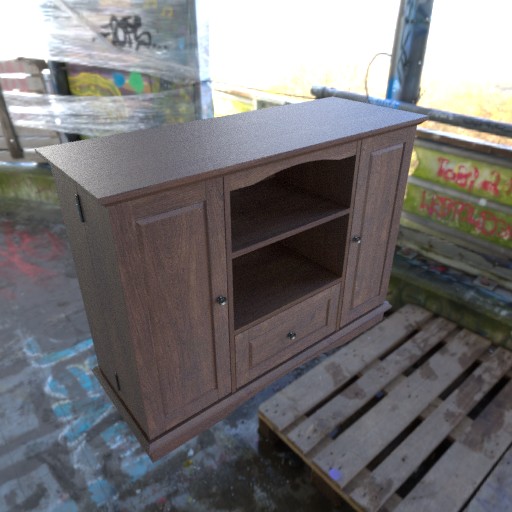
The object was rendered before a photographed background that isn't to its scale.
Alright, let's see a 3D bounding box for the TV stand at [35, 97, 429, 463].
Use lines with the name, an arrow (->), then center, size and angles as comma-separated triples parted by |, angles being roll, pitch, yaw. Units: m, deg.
TV stand -> 0.000, 0.000, 1.442 | 1.067, 0.813, 0.406 | -22, 37, -33
